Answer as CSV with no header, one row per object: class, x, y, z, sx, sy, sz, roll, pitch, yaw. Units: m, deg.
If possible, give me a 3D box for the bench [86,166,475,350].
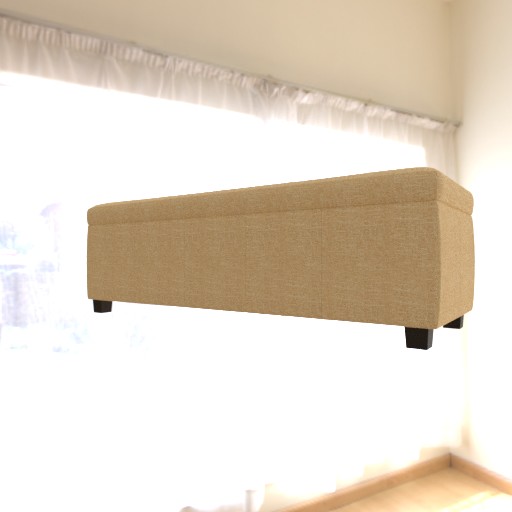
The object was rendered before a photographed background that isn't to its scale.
bench,0.000,0.000,1.430,1.219,0.406,0.432,0,0,35
